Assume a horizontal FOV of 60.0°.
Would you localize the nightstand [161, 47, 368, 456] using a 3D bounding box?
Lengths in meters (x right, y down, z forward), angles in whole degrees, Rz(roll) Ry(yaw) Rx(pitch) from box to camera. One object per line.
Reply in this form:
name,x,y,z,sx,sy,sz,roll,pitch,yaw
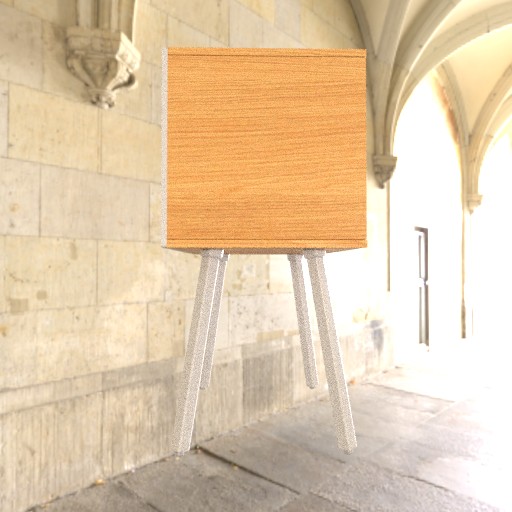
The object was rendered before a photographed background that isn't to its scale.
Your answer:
nightstand,0.000,0.000,0.843,0.316,0.601,0.400,0,-1,-1
